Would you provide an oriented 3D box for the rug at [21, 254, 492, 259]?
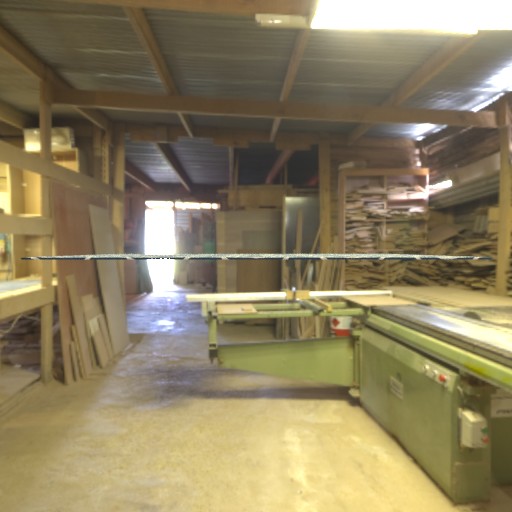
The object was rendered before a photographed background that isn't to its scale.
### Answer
[{"bbox_3d":[0.000,0.000,2.757,2.134,0.010,1.524,0,1,-1],"label":"rug"}]
